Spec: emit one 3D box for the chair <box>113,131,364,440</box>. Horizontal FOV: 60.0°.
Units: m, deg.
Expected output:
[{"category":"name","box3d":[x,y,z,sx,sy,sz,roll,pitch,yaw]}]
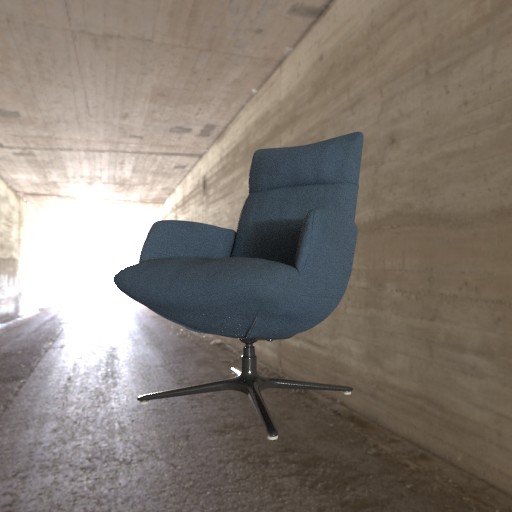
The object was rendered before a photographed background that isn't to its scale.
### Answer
[{"category":"chair","box3d":[0.000,0.000,1.626,0.711,1.016,0.889,-1,-1,35]}]
